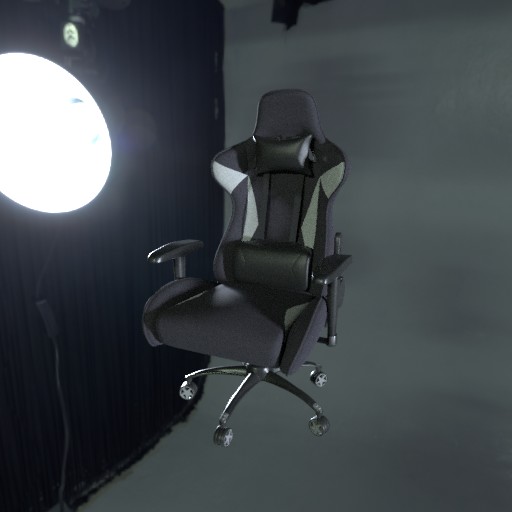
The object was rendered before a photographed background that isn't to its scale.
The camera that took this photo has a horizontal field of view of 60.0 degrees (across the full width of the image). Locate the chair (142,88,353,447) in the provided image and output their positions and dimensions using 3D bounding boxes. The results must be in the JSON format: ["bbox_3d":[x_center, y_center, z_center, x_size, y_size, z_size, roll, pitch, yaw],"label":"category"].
[{"bbox_3d":[0.000,0.000,1.723,0.730,1.300,0.695,6,14,25],"label":"chair"}]
